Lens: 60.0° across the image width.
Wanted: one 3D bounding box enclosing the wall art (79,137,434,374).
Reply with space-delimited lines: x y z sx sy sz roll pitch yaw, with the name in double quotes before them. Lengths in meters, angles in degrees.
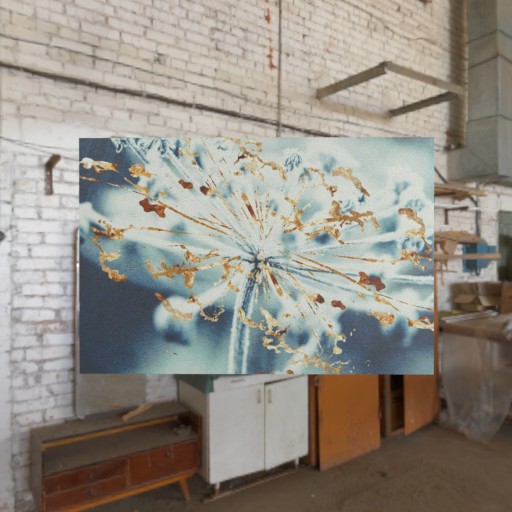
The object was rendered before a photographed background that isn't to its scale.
"wall art" 0.000 0.000 1.440 1.138 0.759 0.035 0 0 1
